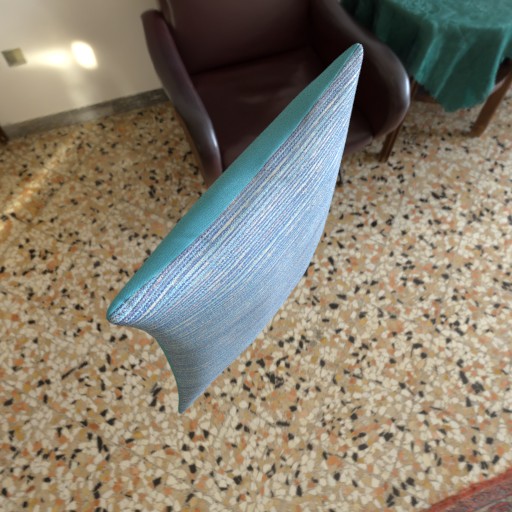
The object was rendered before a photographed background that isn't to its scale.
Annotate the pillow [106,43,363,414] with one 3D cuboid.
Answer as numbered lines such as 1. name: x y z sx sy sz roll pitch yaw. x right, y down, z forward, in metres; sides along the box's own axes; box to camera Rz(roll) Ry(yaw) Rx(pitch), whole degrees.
1. pillow: 0.000 0.000 0.739 0.150 0.497 0.514 31 66 16
